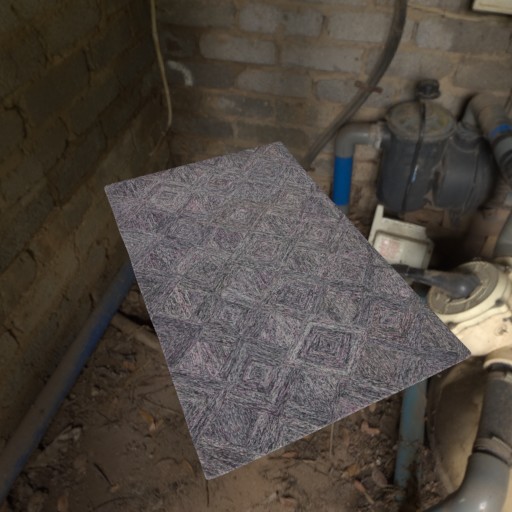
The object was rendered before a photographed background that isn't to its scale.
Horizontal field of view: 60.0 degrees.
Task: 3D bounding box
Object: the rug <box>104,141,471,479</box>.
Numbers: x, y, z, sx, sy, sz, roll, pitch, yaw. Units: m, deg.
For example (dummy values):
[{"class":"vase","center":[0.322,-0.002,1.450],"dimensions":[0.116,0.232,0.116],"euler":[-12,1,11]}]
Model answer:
[{"class":"rug","center":[0.000,0.000,2.185],"dimensions":[1.158,0.013,1.752],"euler":[-18,49,-17]}]
